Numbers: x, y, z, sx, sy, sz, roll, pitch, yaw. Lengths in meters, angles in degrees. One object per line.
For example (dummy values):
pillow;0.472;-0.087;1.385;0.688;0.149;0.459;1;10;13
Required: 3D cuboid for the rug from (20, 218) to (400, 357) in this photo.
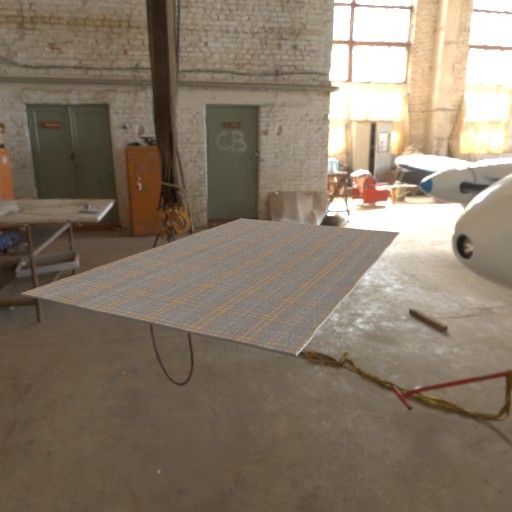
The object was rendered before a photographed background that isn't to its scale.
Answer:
rug;0.000;0.000;3.045;1.545;0.016;2.460;7;17;25
